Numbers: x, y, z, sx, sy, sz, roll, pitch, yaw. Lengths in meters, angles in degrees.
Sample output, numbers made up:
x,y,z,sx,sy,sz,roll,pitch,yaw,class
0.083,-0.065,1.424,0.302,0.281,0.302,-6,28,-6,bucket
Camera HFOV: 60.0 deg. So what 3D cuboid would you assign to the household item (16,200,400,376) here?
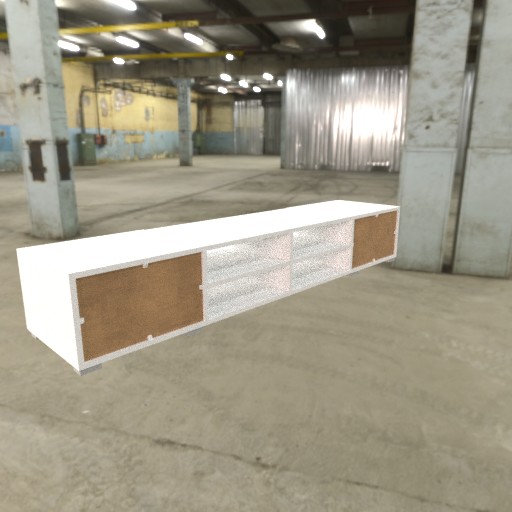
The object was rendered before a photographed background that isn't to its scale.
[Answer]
x,y,z,sx,sy,sz,roll,pitch,yaw,class
0.000,0.000,2.009,0.420,0.310,1.850,14,20,43,household item
